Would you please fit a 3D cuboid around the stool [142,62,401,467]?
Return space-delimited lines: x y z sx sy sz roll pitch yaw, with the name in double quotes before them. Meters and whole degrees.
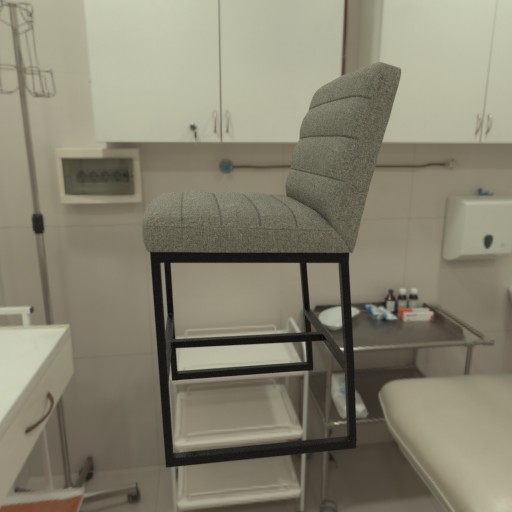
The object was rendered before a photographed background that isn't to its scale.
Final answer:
"stool" 0.000 0.000 1.214 0.560 0.940 0.460 -2 14 -8
